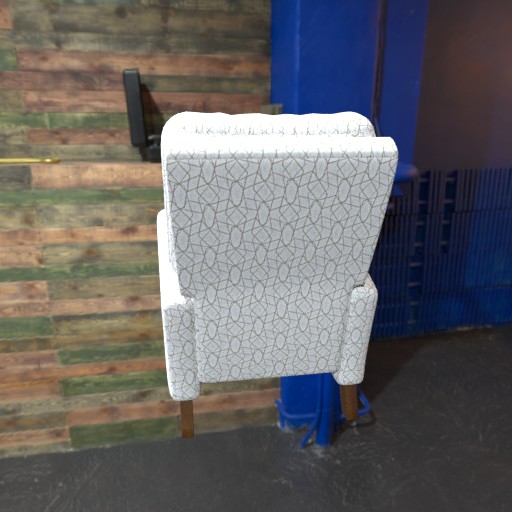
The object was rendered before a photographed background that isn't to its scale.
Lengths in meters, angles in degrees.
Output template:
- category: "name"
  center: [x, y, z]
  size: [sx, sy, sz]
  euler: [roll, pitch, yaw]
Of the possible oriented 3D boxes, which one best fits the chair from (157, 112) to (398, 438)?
- category: "chair"
  center: [0.000, 0.000, 1.750]
  size: [0.796, 1.064, 0.995]
  euler: [-3, 16, -9]
